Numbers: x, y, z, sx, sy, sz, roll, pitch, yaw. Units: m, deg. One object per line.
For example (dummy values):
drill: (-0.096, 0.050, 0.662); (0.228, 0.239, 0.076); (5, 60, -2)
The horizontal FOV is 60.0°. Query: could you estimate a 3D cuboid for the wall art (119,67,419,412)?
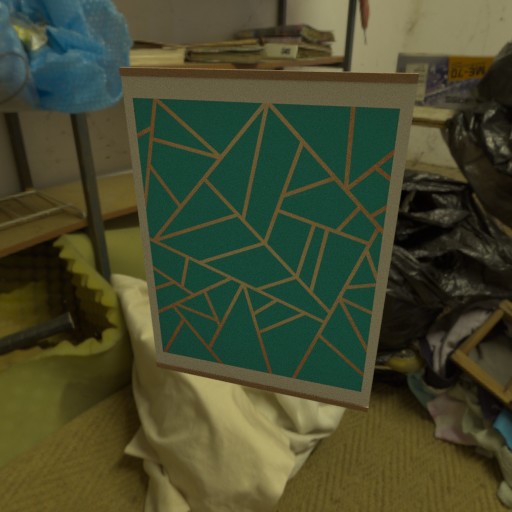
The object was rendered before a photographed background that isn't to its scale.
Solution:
wall art: (0.000, 0.000, 1.312); (0.758, 1.016, 0.013); (8, 27, 15)
